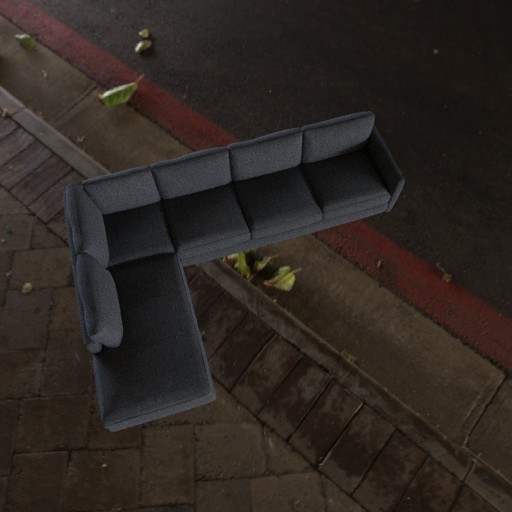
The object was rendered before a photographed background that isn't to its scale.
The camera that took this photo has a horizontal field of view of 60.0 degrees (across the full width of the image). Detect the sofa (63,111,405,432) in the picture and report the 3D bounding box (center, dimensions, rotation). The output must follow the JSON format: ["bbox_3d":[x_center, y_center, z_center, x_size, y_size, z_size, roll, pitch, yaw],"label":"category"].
[{"bbox_3d":[0.000,0.000,3.780,2.949,0.815,2.007,-16,65,-8],"label":"sofa"}]
